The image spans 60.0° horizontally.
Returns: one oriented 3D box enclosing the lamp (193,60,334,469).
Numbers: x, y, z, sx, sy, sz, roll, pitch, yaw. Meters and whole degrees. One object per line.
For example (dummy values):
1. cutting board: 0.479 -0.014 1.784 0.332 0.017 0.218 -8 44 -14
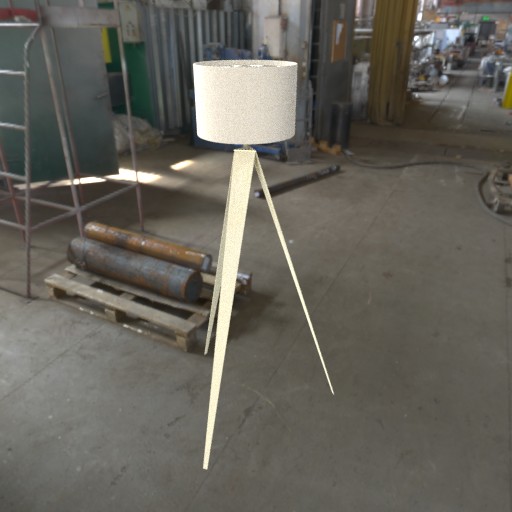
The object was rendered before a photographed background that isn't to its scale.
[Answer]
1. lamp: 0.000 0.000 1.897 0.716 1.524 0.724 -9 29 -17
